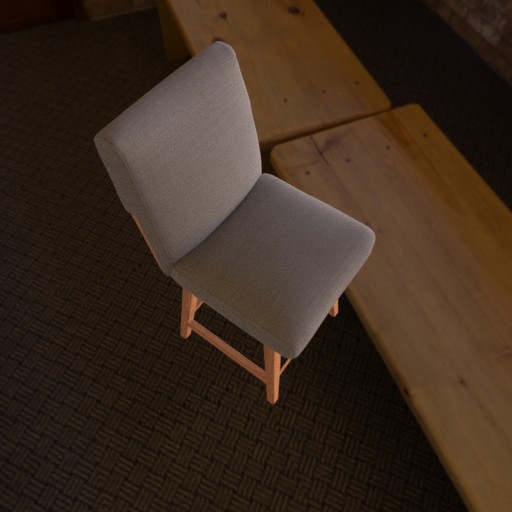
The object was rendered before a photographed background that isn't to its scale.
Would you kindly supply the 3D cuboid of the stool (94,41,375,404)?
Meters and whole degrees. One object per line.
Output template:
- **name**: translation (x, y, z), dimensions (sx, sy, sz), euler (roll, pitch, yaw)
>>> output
- **stool**: translation (0.000, 0.000, 1.355), dimensions (0.570, 1.019, 0.459), euler (32, 64, 18)
